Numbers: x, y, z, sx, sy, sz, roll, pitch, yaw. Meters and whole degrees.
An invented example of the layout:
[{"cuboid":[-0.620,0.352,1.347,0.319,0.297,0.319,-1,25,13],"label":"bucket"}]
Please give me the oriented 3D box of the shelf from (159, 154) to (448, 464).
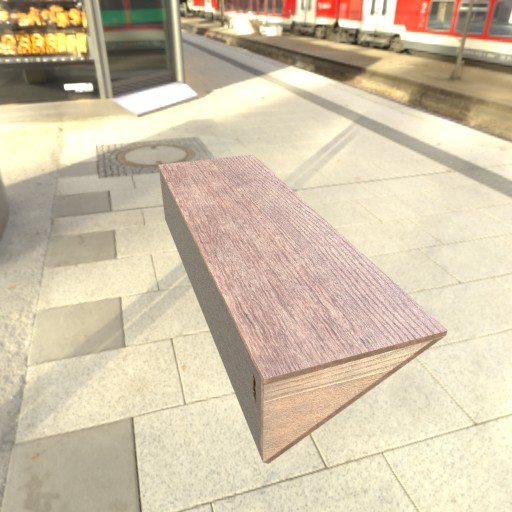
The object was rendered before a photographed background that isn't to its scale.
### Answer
[{"cuboid":[0.000,0.000,0.702,0.200,0.125,0.610,-10,32,-17],"label":"shelf"}]
